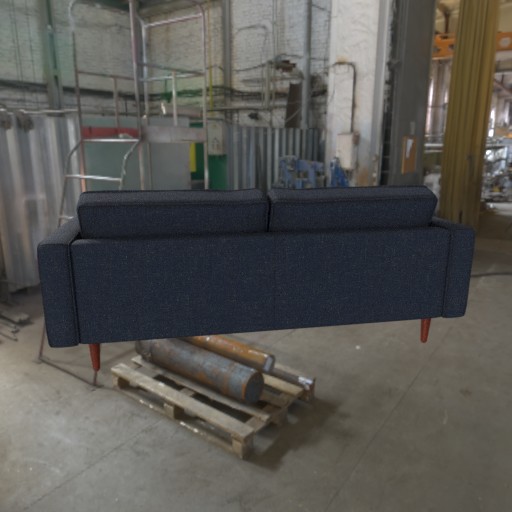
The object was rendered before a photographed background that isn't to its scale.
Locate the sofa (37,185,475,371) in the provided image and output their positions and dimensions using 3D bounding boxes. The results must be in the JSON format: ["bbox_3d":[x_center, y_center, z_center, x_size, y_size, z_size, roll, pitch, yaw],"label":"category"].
[{"bbox_3d":[0.000,0.000,2.316,1.880,0.762,0.914,-3,15,-10],"label":"sofa"}]
